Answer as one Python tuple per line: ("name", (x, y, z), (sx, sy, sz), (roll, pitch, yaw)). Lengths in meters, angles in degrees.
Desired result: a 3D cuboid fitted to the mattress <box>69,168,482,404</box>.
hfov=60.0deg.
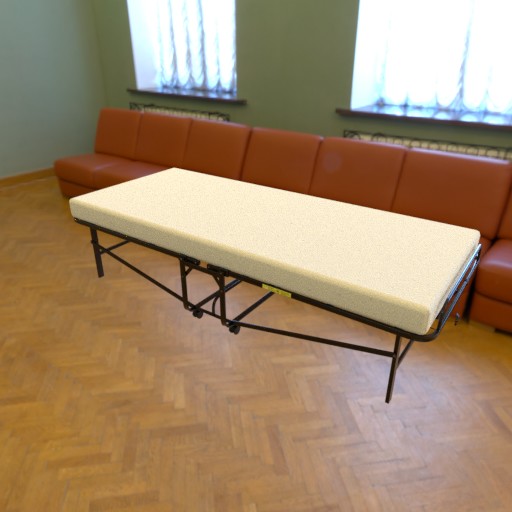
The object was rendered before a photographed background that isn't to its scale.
("mattress", (0.000, 0.000, 2.499), (2.153, 0.519, 0.922), (17, 31, 31))
